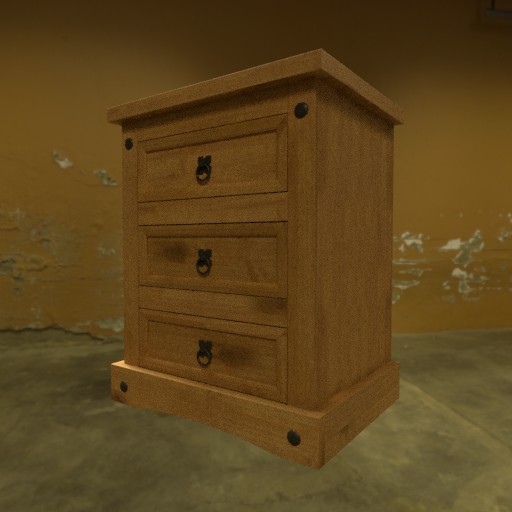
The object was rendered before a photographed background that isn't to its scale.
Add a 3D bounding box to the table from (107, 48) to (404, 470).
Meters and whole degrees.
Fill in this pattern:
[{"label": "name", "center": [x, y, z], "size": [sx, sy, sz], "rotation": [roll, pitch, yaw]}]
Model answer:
[{"label": "table", "center": [0.000, 0.000, 1.244], "size": [0.660, 0.813, 0.500], "rotation": [2, 3, 36]}]
